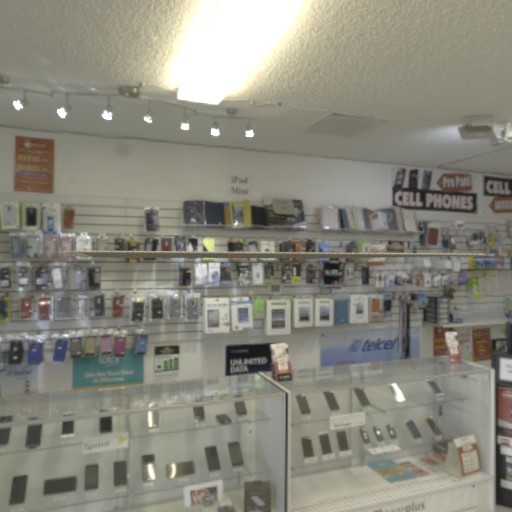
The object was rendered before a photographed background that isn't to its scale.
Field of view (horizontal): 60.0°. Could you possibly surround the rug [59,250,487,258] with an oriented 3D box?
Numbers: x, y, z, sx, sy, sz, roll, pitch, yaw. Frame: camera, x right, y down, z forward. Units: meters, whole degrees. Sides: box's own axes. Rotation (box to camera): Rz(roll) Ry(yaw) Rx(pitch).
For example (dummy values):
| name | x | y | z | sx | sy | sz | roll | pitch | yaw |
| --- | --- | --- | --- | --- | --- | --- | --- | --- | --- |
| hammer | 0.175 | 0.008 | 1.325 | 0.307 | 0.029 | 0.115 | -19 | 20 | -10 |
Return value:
| name | x | y | z | sx | sy | sz | roll | pitch | yaw |
| --- | --- | --- | --- | --- | --- | --- | --- | --- | --- |
| rug | 0.000 | 0.000 | 3.830 | 2.910 | 0.013 | 2.256 | 0 | -1 | -18 |
